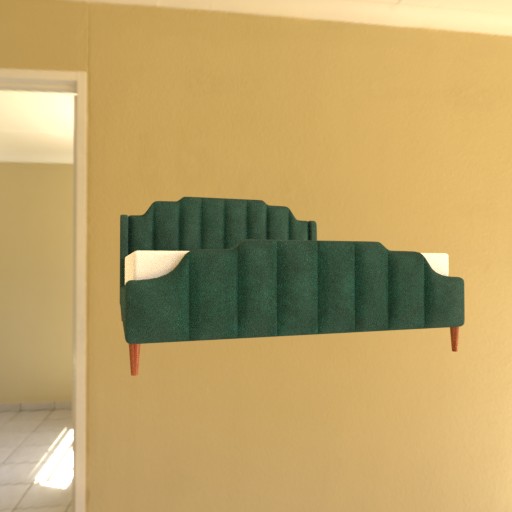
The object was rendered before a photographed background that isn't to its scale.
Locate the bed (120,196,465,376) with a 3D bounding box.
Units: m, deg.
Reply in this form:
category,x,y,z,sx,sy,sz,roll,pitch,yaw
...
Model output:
category,x,y,z,sx,sy,sz,roll,pitch,yaw
bed,0.000,0.000,3.580,2.074,1.245,2.340,0,-1,-18
